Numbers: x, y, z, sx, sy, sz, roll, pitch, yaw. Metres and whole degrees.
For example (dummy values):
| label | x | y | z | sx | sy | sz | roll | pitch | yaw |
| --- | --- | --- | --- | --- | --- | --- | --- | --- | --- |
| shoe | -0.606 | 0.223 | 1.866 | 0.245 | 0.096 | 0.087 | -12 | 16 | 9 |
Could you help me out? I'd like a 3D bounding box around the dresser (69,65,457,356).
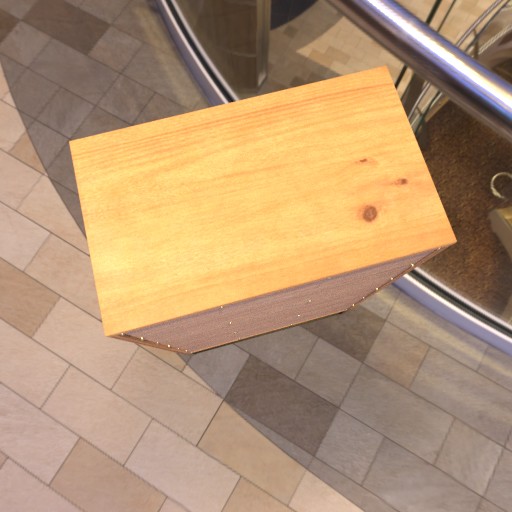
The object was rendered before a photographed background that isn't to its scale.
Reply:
| label | x | y | z | sx | sy | sz | roll | pitch | yaw |
| --- | --- | --- | --- | --- | --- | --- | --- | --- | --- |
| dresser | 0.000 | 0.000 | 1.570 | 0.761 | 1.240 | 0.479 | -15 | 76 | -4 |
